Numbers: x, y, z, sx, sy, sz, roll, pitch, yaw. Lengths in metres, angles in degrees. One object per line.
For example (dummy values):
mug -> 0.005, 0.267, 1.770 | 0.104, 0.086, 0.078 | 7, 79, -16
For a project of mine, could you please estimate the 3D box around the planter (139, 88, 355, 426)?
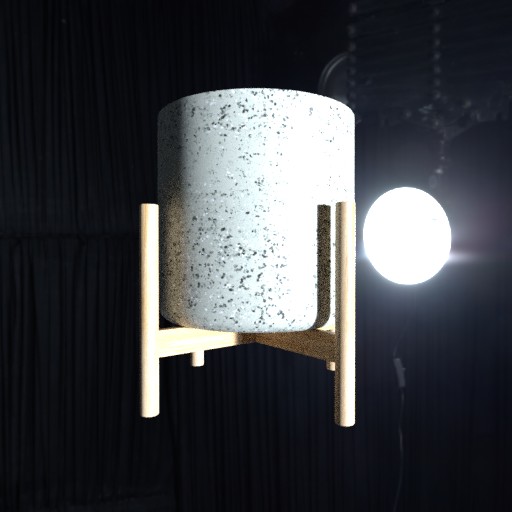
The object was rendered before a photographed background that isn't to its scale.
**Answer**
planter -> 0.000, 0.000, 0.702 | 0.360, 0.419, 0.360 | 0, 1, -16
